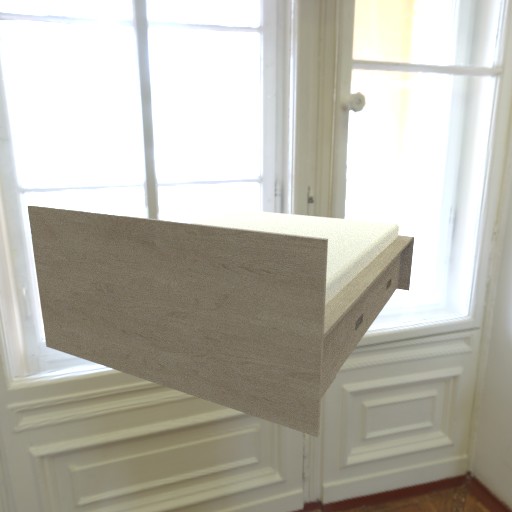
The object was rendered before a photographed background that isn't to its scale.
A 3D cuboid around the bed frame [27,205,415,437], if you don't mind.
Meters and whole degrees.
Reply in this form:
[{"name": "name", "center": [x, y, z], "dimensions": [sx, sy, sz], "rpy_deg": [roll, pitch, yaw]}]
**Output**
[{"name": "bed frame", "center": [0.000, 0.000, 2.846], "dimensions": [1.622, 0.800, 1.960], "rpy_deg": [8, 17, 27]}]
